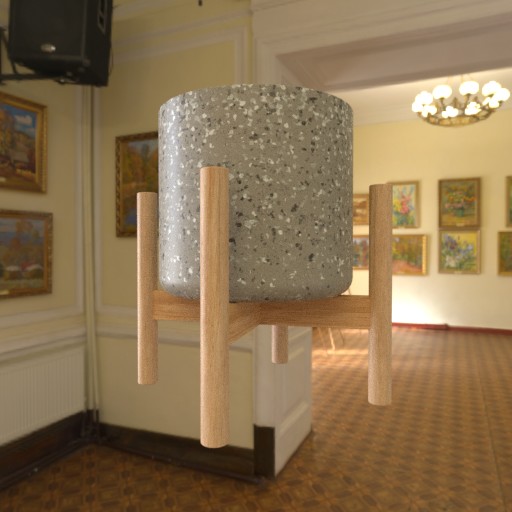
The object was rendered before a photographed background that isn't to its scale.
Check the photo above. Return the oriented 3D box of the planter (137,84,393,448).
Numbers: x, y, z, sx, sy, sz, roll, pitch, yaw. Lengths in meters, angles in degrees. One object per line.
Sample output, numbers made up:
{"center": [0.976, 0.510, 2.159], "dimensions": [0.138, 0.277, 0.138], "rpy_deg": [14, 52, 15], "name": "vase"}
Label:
{"center": [0.000, 0.000, 0.520], "dimensions": [0.284, 0.320, 0.284], "rpy_deg": [1, 1, 37], "name": "planter"}
